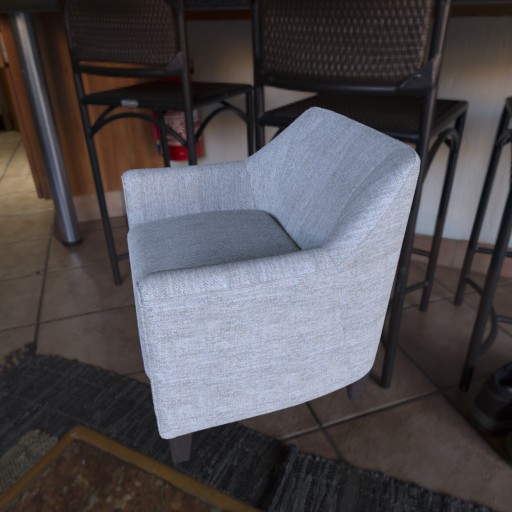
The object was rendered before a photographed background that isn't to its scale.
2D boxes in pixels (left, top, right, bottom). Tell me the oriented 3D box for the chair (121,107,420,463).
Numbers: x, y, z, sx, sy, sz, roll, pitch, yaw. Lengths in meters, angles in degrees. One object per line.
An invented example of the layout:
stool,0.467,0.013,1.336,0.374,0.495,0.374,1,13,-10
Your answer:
chair,0.000,0.000,1.389,0.758,0.761,0.796,-9,30,-15
